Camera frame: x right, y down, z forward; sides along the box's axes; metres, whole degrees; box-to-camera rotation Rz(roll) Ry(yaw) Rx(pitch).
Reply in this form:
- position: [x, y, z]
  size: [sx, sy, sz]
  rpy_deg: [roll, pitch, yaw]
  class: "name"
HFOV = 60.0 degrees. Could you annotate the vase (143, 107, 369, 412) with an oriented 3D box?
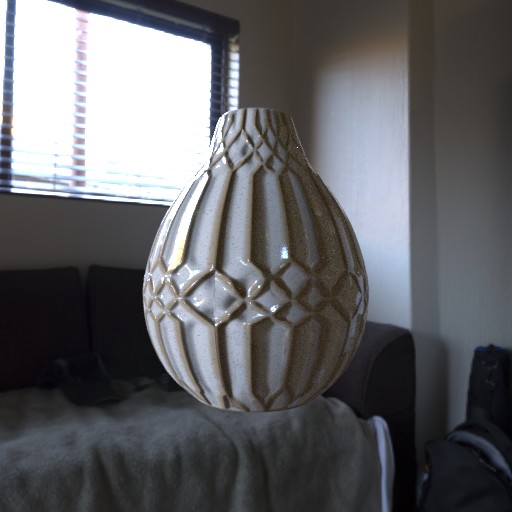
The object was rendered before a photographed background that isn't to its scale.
- position: [0.000, 0.000, 0.323]
  size: [0.159, 0.200, 0.159]
  rpy_deg: [0, -1, 0]
  class: "vase"
